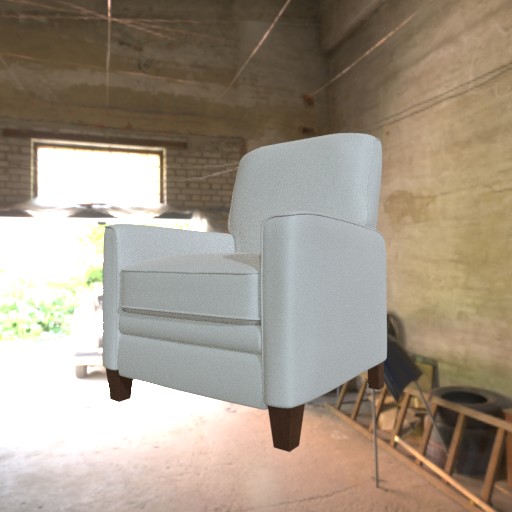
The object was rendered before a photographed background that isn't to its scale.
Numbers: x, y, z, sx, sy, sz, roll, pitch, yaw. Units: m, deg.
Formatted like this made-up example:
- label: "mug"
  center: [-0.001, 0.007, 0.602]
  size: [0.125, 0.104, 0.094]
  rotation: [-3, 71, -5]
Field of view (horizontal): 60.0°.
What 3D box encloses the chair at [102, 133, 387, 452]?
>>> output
- label: "chair"
  center: [0.000, 0.000, 1.679]
  size: [0.841, 1.028, 0.858]
  rotation: [0, -1, 35]
